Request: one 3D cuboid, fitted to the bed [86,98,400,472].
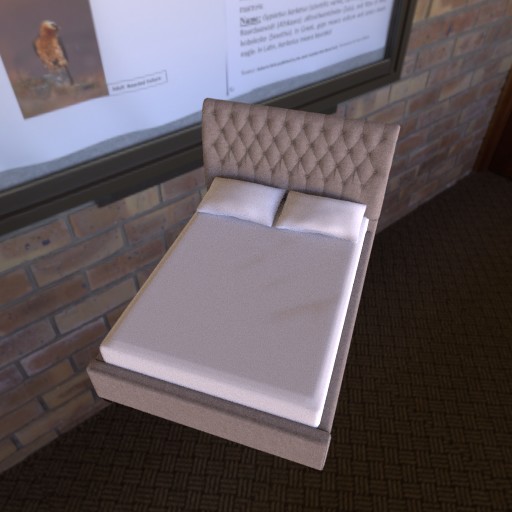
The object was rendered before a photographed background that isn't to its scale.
[{"bbox_3d":[0.000,0.000,3.337,1.645,1.371,2.252,13,44,14],"label":"bed"}]
